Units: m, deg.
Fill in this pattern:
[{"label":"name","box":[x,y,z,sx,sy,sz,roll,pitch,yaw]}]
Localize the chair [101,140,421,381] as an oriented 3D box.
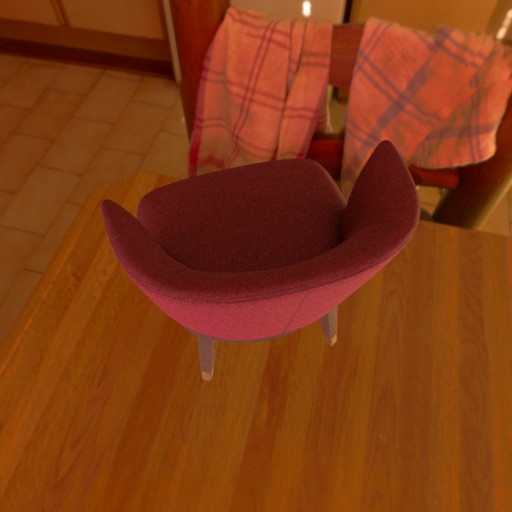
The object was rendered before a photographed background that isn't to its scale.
[{"label":"chair","box":[0.000,0.000,1.289,0.700,0.760,0.660,-14,58,-9]}]
